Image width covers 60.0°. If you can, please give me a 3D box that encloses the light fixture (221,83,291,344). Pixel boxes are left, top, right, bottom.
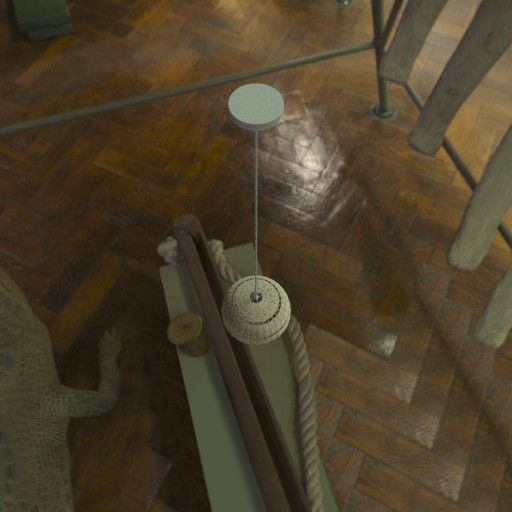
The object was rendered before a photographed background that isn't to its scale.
[{"bbox_3d":[0.000,0.000,2.227,0.457,2.019,0.457,-16,64,-8],"label":"light fixture"}]
